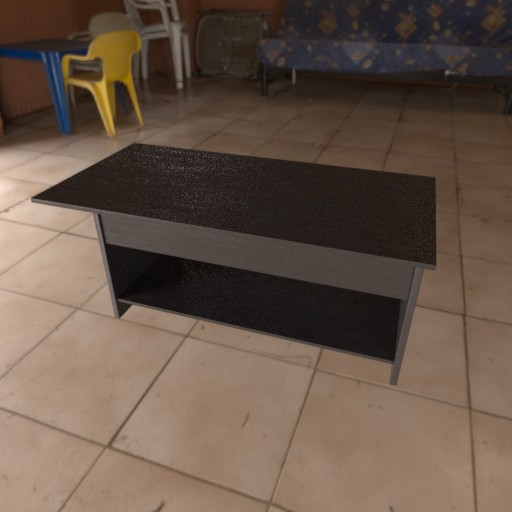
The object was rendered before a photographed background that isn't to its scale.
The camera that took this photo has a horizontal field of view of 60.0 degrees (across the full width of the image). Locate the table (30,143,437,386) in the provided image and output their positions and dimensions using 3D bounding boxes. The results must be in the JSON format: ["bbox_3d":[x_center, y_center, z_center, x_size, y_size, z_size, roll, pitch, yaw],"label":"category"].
[{"bbox_3d":[0.000,0.000,1.452,1.000,0.570,0.712,10,33,16],"label":"table"}]
